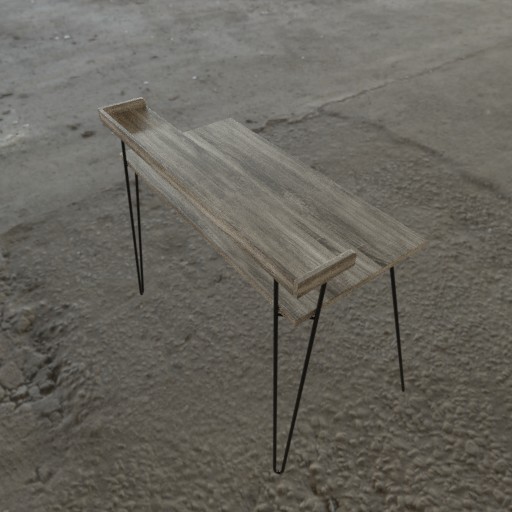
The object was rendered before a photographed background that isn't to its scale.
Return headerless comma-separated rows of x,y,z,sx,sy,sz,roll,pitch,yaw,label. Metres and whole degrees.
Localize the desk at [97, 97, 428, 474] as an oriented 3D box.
0.000,0.000,1.606,0.605,0.899,1.135,-27,48,-26,desk
